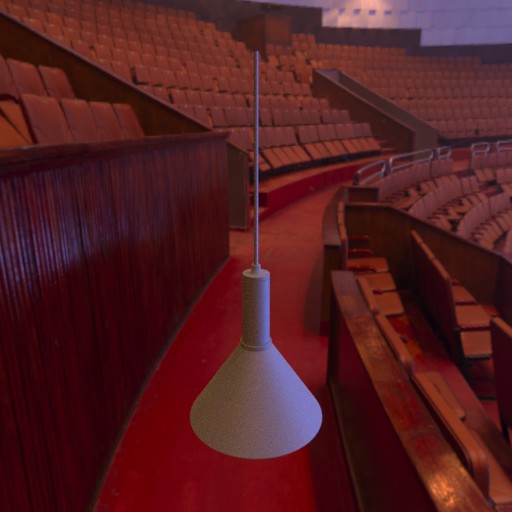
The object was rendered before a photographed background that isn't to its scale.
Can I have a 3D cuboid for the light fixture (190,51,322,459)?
[{"bbox_3d":[0.000,0.000,0.807,0.267,0.683,0.267,-3,17,-8],"label":"light fixture"}]
